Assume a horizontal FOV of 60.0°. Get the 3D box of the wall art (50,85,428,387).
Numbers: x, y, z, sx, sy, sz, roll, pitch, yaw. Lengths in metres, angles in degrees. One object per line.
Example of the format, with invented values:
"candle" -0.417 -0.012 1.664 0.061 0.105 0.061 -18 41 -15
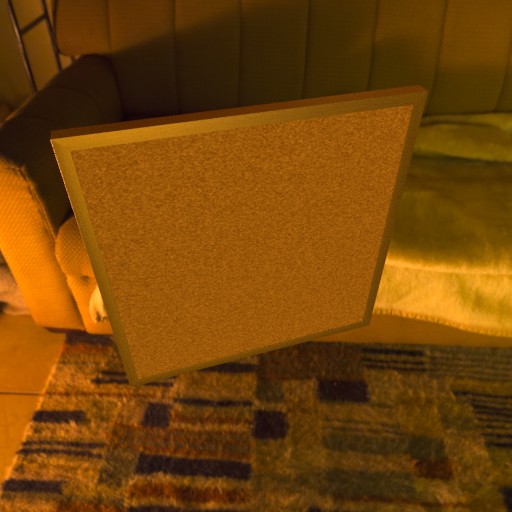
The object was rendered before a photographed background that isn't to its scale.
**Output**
"wall art" 0.000 0.000 1.126 0.767 0.765 0.036 -12 42 -13
